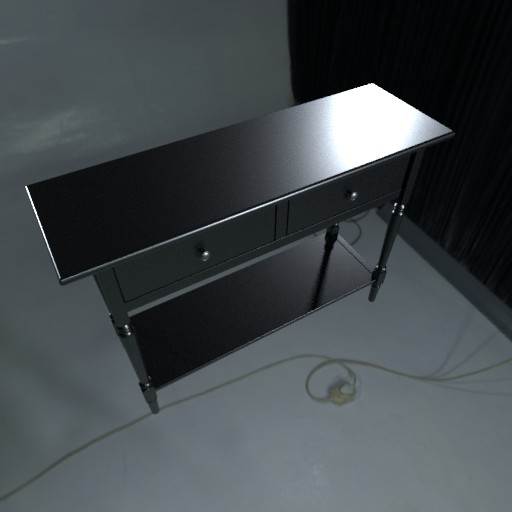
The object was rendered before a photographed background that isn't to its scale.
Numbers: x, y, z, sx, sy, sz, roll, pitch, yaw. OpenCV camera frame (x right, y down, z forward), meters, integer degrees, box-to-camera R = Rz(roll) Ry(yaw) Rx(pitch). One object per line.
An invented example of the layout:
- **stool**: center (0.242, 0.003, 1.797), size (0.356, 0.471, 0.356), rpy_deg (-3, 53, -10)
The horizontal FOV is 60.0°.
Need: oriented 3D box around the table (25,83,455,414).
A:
- **table**: center (0.000, 0.000, 1.554), size (1.191, 0.819, 0.386), rpy_deg (-23, 50, -20)
